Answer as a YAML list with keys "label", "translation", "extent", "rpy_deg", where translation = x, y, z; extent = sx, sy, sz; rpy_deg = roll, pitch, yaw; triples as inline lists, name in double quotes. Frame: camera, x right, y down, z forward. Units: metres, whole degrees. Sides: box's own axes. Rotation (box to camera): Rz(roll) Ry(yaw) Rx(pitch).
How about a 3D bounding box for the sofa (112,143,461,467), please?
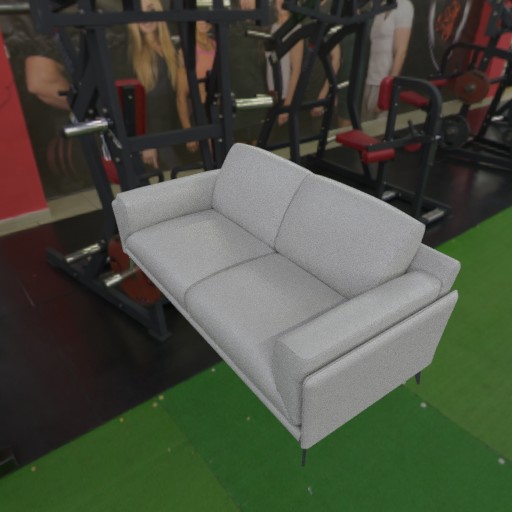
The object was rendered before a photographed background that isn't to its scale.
- label: "sofa"
  translation: [0.000, 0.000, 2.729]
  extent: [1.049, 0.930, 2.101]
  rpy_deg: [-21, 37, -30]
